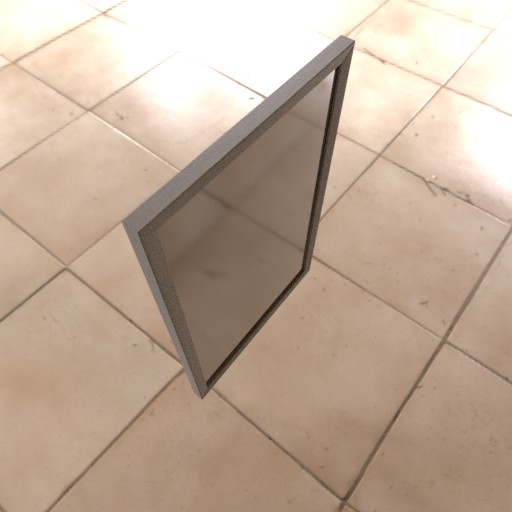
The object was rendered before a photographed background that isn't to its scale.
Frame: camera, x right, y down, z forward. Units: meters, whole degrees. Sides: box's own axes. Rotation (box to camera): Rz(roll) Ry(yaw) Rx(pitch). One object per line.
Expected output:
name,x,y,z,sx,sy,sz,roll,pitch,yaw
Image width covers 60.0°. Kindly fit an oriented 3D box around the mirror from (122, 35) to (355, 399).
mirror,0.000,0.000,1.165,0.040,0.915,0.609,33,63,19
